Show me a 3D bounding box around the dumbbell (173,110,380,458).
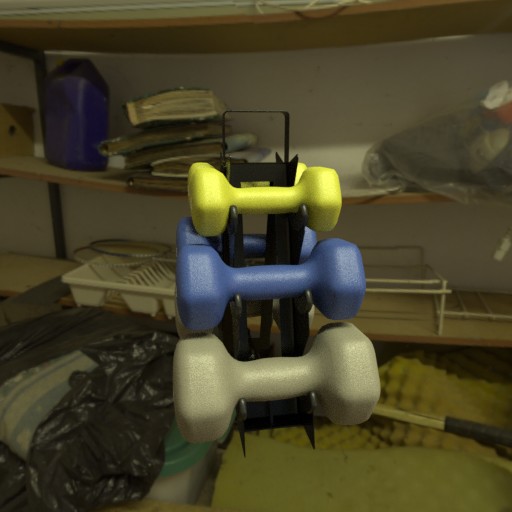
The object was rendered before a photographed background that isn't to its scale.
[{"bbox_3d":[0.000,0.000,0.684,0.261,0.426,0.416,-2,15,-9],"label":"dumbbell"}]
